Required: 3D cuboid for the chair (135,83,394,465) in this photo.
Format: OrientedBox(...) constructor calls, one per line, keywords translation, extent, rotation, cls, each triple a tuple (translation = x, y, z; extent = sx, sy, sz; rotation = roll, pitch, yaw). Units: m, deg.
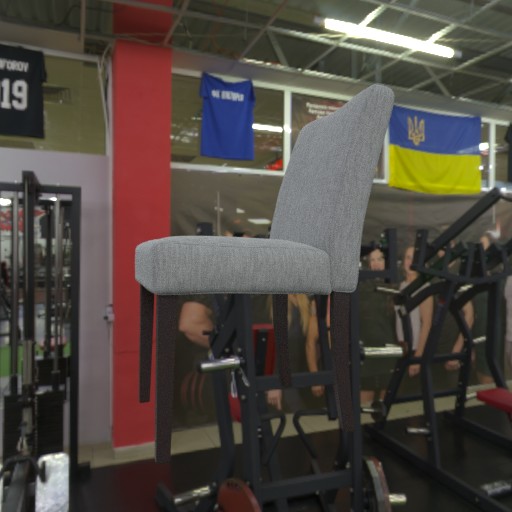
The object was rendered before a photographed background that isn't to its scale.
OrientedBox(translation=(0.000, 0.000, 1.241), extent=(0.629, 0.884, 0.487), rotation=(0, 1, -20), cls="chair")
